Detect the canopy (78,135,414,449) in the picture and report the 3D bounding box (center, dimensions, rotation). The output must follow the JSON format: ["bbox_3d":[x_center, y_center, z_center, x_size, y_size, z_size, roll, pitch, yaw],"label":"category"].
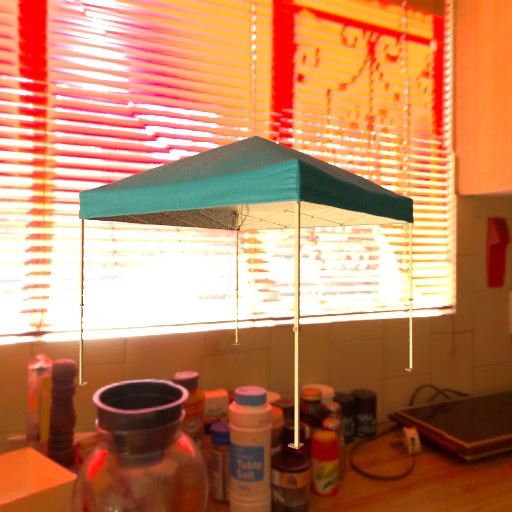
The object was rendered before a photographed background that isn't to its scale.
[{"bbox_3d":[0.000,0.000,5.506,2.998,2.997,2.996,0,0,36],"label":"canopy"}]
